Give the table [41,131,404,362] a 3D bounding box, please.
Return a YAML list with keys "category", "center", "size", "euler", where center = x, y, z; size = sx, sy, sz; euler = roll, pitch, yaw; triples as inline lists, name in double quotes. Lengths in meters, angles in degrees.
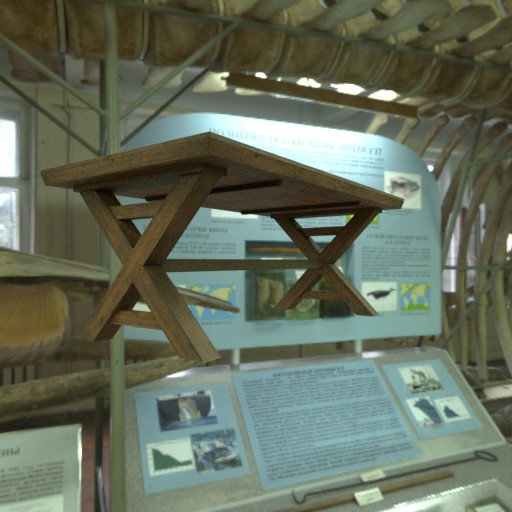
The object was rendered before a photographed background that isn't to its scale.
- category: "table"
  center: [0.000, 0.000, 2.555]
  size: [1.071, 0.793, 1.966]
  euler: [0, -1, 36]
